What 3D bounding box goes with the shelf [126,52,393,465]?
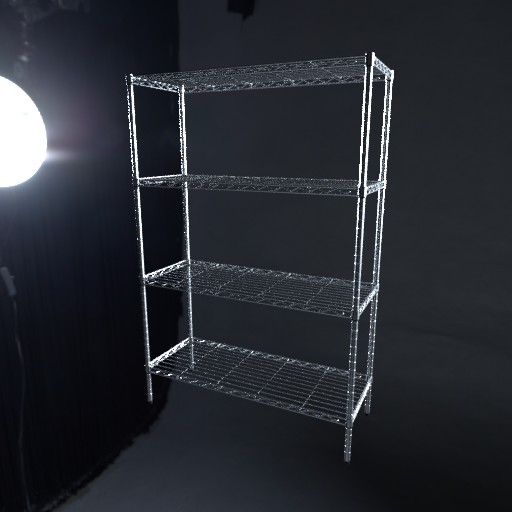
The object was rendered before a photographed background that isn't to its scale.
[{"bbox_3d":[0.000,0.000,1.756,0.907,1.360,0.352,7,15,25],"label":"shelf"}]
